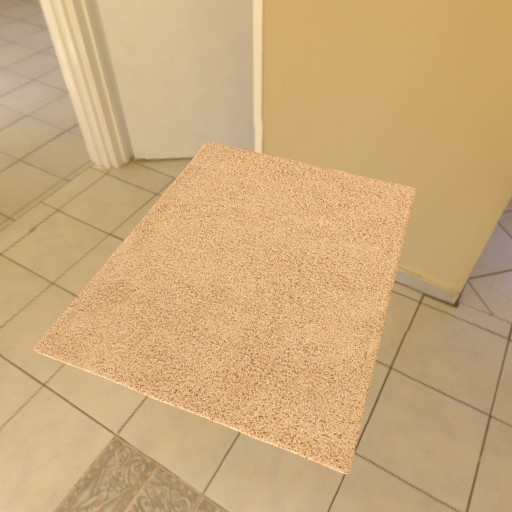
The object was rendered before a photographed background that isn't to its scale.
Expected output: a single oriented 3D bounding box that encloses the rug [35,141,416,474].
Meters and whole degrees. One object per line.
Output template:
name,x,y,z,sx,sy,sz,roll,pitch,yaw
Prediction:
rug,0.000,0.000,4.018,2.438,0.029,3.047,16,49,14
